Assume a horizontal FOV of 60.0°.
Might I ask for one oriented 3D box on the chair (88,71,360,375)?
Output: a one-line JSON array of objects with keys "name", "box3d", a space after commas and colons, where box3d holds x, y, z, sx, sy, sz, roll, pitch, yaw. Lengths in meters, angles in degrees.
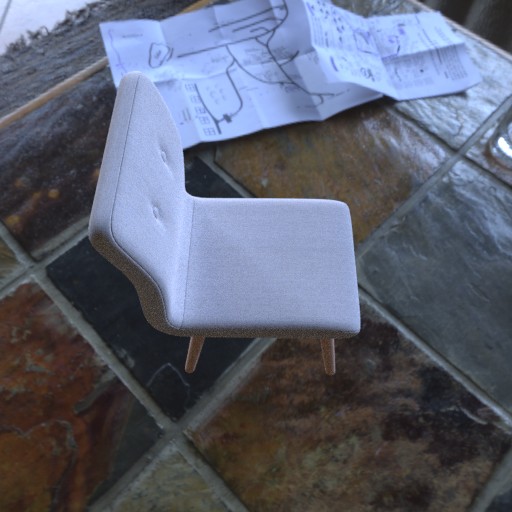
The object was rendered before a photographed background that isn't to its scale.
[{"name": "chair", "box3d": [0.000, 0.000, 1.181, 0.550, 0.885, 0.435, 1, 63, 0]}]
